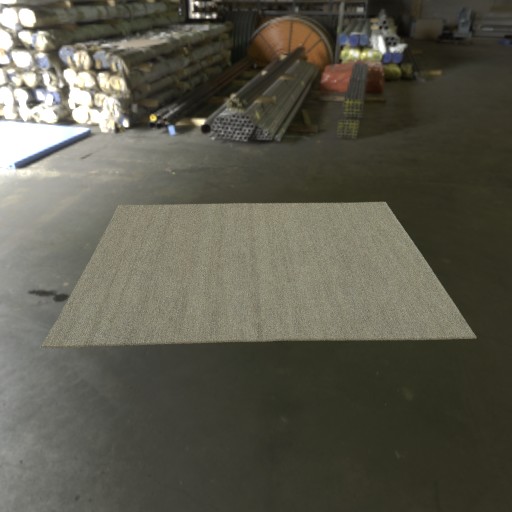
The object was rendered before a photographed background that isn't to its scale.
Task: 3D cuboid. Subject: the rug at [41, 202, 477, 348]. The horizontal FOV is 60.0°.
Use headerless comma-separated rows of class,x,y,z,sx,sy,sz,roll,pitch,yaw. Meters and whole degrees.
rug,0.000,0.000,4.821,3.626,0.051,2.757,-1,31,-1
